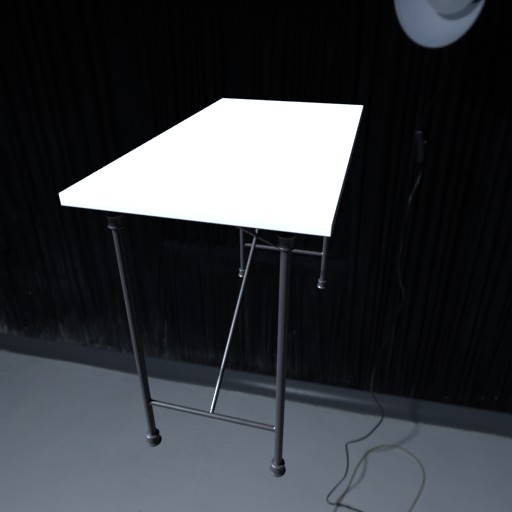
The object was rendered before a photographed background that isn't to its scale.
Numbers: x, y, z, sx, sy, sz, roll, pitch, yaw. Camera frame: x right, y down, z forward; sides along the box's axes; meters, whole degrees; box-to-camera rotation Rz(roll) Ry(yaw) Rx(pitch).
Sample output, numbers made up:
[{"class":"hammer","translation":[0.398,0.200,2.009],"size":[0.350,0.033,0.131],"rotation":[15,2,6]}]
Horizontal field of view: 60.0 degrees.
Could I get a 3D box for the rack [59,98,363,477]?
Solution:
[{"class":"rack","translation":[0.000,0.000,1.633],"size":[0.613,0.880,1.159],"rotation":[7,31,13]}]
